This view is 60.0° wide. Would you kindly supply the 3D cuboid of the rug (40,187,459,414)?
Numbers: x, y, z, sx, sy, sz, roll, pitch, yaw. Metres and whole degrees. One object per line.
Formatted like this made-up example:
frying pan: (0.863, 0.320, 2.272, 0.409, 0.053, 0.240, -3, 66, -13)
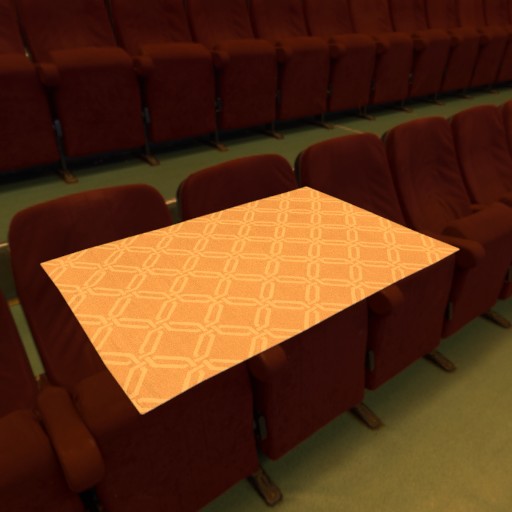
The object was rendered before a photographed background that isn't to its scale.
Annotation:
rug: (0.000, 0.000, 2.182, 1.745, 0.010, 1.146, -20, 35, -32)
